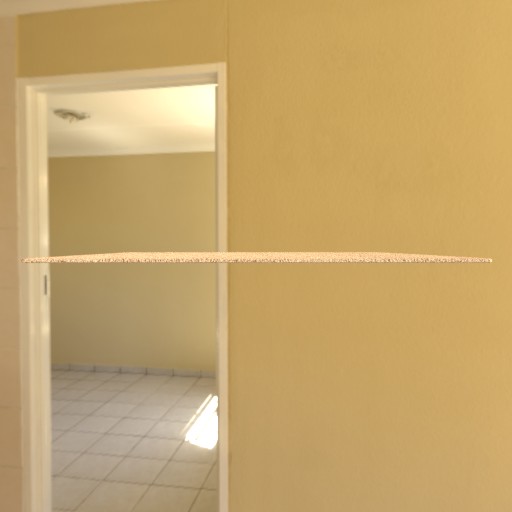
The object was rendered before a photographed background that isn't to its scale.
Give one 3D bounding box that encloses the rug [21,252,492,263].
[{"bbox_3d":[0.000,0.000,4.059,3.047,0.029,2.438,0,1,-1],"label":"rug"}]
